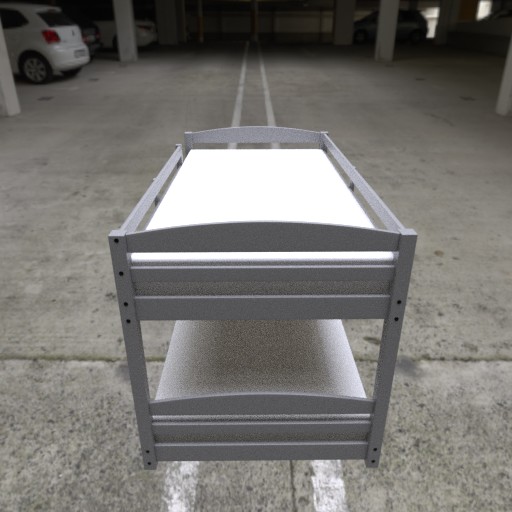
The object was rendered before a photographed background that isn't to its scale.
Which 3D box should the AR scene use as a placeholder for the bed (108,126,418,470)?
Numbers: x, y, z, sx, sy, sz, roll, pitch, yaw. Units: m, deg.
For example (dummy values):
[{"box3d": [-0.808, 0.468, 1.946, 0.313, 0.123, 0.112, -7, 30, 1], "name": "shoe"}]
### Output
[{"box3d": [0.000, 0.000, 2.680, 1.105, 1.206, 2.013, 0, 26, -1], "name": "bed"}]
